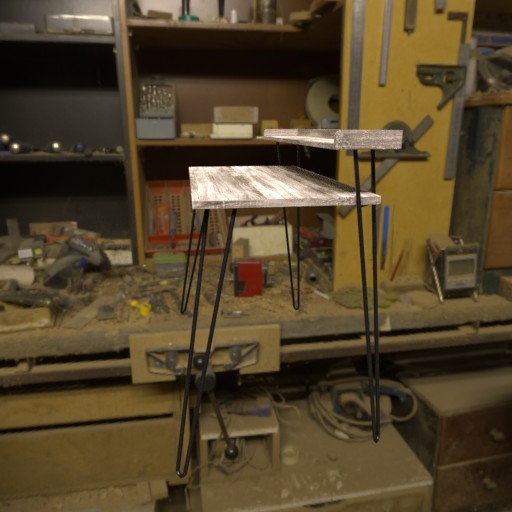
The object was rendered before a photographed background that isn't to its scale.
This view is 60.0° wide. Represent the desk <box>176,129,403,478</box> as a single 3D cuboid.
[{"bbox_3d":[0.000,0.000,1.639,0.605,0.899,1.135,-2,16,-8],"label":"desk"}]
